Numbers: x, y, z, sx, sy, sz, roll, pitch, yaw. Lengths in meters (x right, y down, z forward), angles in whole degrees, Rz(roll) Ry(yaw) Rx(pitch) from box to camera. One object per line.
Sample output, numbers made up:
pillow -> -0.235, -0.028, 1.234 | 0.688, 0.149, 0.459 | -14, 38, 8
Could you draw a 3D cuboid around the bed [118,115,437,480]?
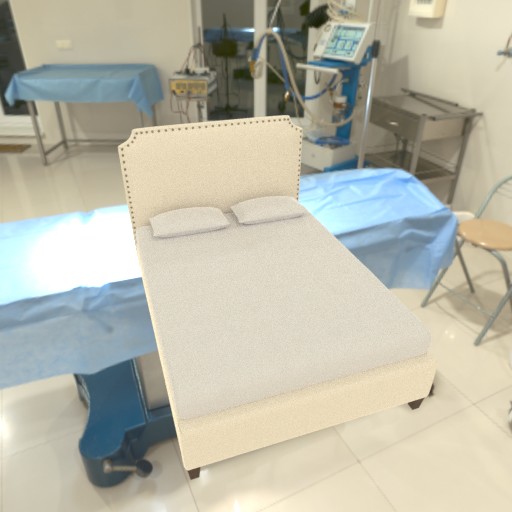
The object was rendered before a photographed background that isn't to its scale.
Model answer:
bed -> 0.000, 0.000, 3.421 | 1.712, 1.497, 2.372 | -10, 33, -16
